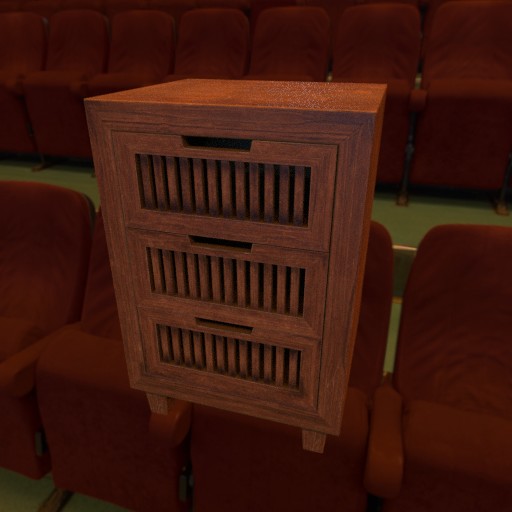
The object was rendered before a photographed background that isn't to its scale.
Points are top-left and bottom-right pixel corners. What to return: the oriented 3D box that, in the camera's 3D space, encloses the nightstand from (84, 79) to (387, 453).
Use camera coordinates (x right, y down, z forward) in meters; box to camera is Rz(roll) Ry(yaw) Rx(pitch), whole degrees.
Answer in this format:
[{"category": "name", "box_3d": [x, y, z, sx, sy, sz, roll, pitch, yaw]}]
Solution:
[{"category": "nightstand", "box_3d": [0.000, 0.000, 0.988, 0.465, 0.695, 0.410, 8, 27, 15]}]
